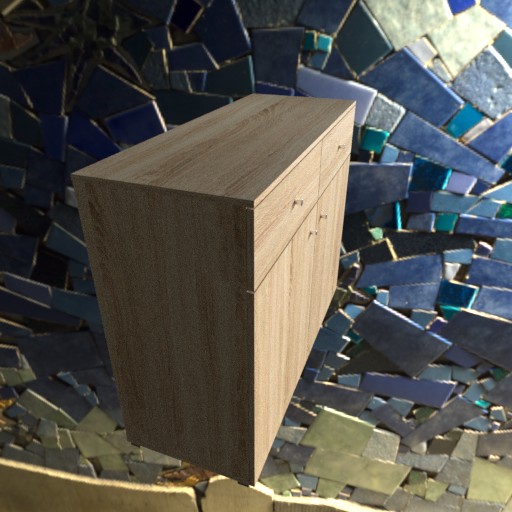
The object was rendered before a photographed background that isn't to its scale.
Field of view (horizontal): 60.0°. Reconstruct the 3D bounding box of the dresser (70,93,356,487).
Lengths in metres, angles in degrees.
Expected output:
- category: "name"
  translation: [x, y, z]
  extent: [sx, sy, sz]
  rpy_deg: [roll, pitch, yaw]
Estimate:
- category: "dresser"
  translation: [0.000, 0.000, 1.569]
  extent: [0.450, 0.900, 1.100]
  rpy_deg: [11, 31, 18]
